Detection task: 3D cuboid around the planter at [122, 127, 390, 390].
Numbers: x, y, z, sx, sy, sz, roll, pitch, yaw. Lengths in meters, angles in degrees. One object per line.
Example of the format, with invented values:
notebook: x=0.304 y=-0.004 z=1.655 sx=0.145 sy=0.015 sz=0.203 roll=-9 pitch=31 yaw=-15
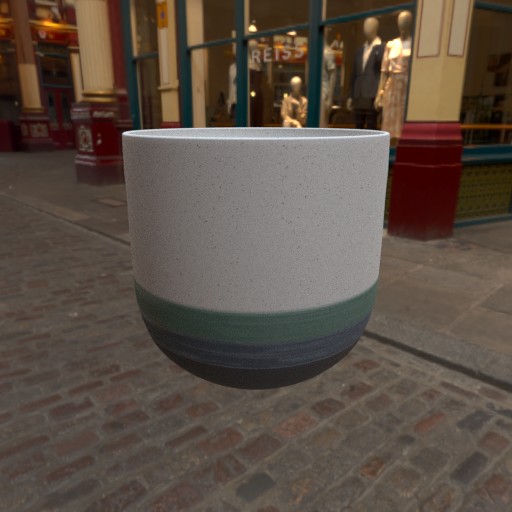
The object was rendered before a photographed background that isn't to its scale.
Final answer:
planter: x=0.000 y=0.000 z=0.498 sx=0.268 sy=0.270 sz=0.268 roll=0 pitch=18 yaw=0
